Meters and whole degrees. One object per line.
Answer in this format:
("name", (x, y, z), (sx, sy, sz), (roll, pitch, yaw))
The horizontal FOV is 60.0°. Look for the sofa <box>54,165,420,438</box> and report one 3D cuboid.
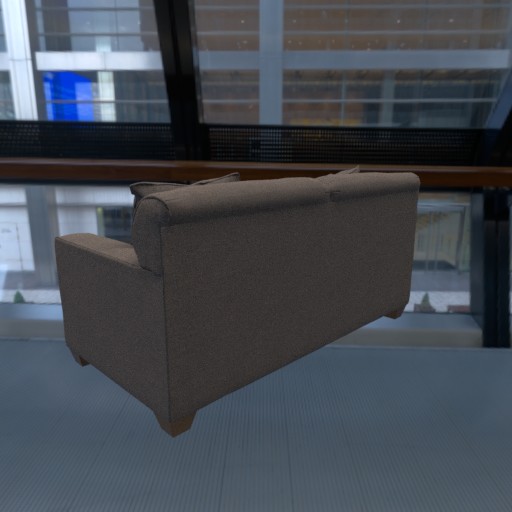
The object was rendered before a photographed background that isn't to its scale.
("sofa", (0.000, 0.000, 2.465), (1.846, 0.958, 1.000), (-13, 19, -43))
